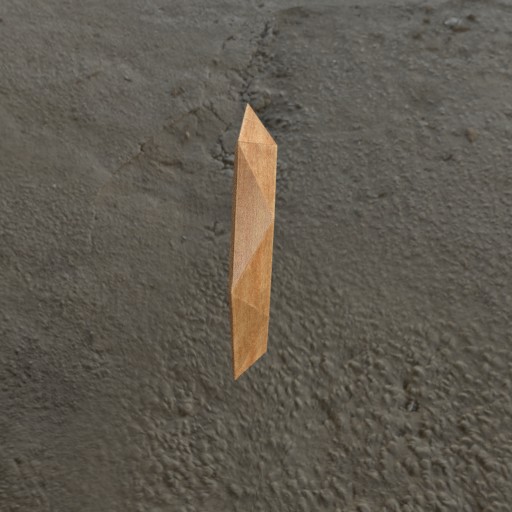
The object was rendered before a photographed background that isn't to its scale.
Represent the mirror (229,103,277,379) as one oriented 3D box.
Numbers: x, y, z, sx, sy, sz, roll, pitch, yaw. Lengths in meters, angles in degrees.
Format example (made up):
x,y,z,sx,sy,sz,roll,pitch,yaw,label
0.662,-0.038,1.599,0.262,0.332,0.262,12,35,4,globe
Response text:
x,y,z,sx,sy,sz,roll,pitch,yaw,label
0.000,0.000,1.041,0.070,0.774,0.577,3,62,1,mirror
